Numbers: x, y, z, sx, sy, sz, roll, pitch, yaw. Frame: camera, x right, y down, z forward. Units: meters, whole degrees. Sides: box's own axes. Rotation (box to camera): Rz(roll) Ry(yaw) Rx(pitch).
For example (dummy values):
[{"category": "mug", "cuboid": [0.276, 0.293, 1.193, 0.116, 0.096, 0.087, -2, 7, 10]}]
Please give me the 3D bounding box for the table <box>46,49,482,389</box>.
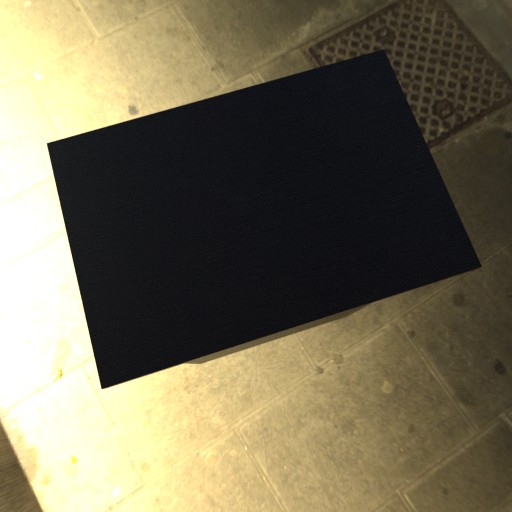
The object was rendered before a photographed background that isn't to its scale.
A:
[{"category": "table", "cuboid": [0.000, 0.000, 1.041, 0.589, 0.711, 0.408, -17, 77, -4]}]
